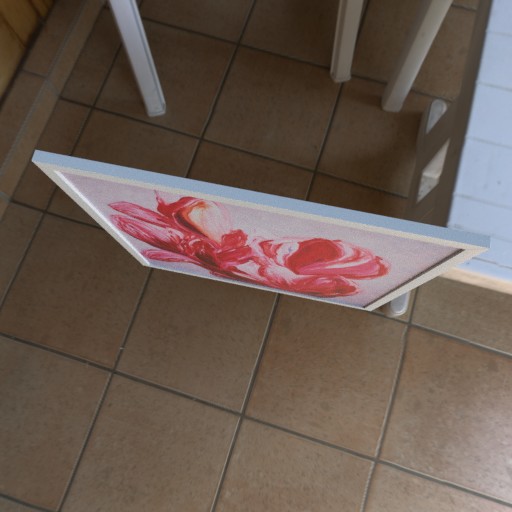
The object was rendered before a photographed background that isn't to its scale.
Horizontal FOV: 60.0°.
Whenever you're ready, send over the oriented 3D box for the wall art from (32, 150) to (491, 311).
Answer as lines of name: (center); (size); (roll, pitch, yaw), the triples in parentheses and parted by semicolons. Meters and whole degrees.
wall art: (0.000, 0.000, 1.153); (0.805, 0.803, 0.022); (11, 76, 3)
